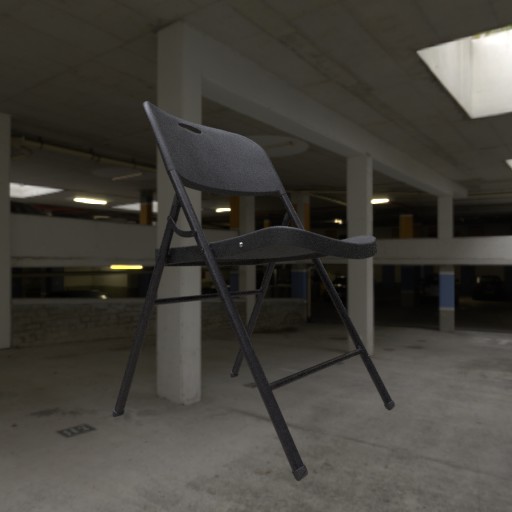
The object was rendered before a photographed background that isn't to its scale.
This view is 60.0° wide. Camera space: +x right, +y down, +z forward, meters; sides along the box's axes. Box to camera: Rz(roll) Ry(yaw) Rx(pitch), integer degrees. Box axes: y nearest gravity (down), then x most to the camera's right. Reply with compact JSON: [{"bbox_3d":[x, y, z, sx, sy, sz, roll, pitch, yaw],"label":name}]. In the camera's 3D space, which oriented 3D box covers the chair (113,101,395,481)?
[{"bbox_3d":[0.000,0.000,1.154,0.566,0.810,0.494,0,-1,37],"label":"chair"}]
